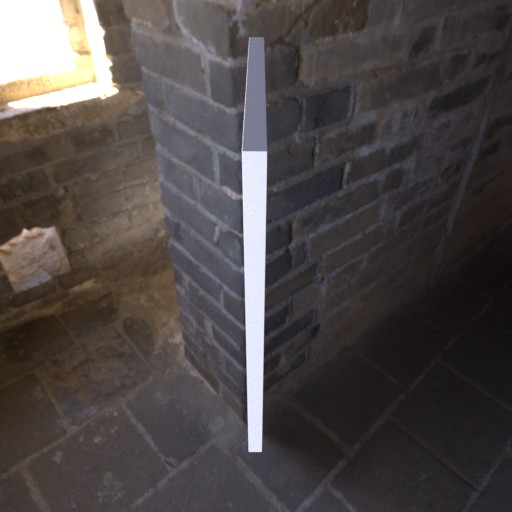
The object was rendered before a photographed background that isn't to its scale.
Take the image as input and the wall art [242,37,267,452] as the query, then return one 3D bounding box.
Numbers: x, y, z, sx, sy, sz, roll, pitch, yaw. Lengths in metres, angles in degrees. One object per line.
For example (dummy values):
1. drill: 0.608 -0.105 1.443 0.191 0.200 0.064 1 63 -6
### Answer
1. wall art: 0.000 0.000 0.776 0.025 0.608 0.405 0 40 0
